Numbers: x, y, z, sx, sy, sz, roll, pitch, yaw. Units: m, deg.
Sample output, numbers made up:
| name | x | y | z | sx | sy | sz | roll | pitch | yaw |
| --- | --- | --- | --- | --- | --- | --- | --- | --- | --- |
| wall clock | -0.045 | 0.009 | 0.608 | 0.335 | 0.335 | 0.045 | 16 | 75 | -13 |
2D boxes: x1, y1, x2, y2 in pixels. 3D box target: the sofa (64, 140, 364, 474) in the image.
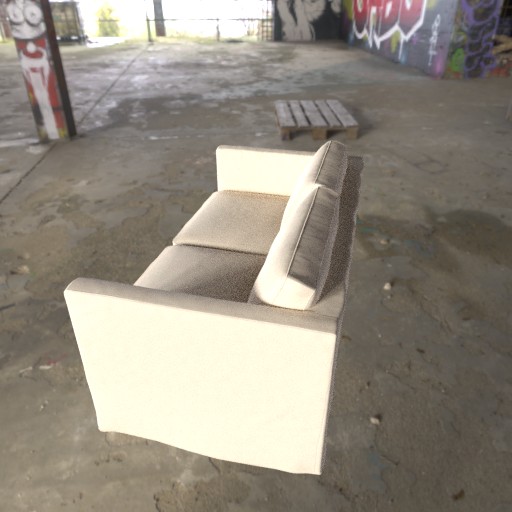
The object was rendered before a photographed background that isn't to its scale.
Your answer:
| name | x | y | z | sx | sy | sz | roll | pitch | yaw |
| --- | --- | --- | --- | --- | --- | --- | --- | --- | --- |
| sofa | 0.000 | 0.000 | 2.268 | 0.962 | 0.834 | 1.746 | 8 | 32 | 12 |
